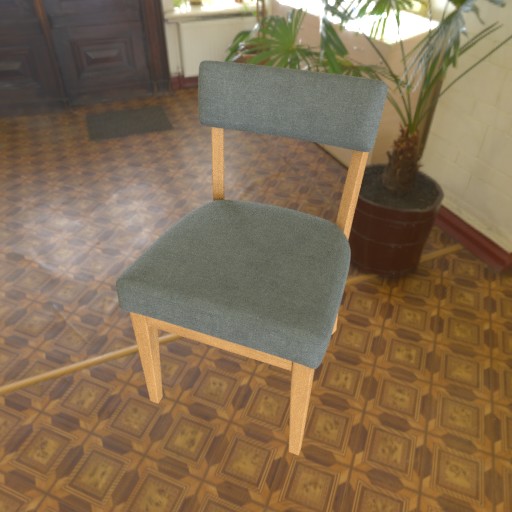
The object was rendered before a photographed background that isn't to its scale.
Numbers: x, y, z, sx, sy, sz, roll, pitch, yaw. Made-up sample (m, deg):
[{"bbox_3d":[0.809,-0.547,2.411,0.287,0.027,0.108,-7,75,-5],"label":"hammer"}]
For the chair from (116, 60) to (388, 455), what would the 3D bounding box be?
[{"bbox_3d":[0.000,0.000,1.183,0.508,0.832,0.572,14,41,16],"label":"chair"}]
